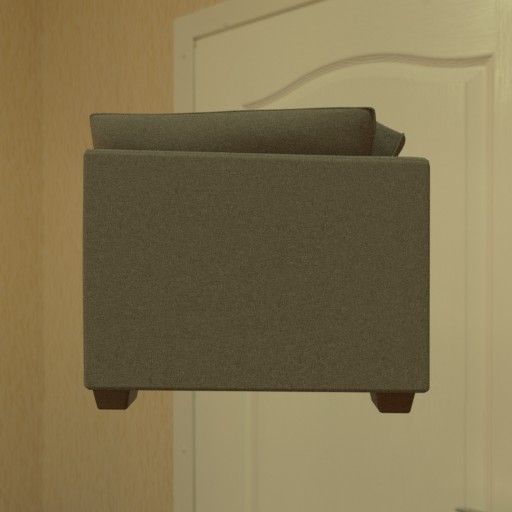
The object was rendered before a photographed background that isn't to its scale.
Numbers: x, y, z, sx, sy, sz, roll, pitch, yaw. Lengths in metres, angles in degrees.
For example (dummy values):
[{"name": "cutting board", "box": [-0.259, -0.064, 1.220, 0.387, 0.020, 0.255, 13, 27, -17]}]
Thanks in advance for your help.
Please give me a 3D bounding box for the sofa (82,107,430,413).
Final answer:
[{"name": "sofa", "box": [0.000, 0.000, 1.820, 1.042, 0.951, 1.050, 0, 0, 1]}]
